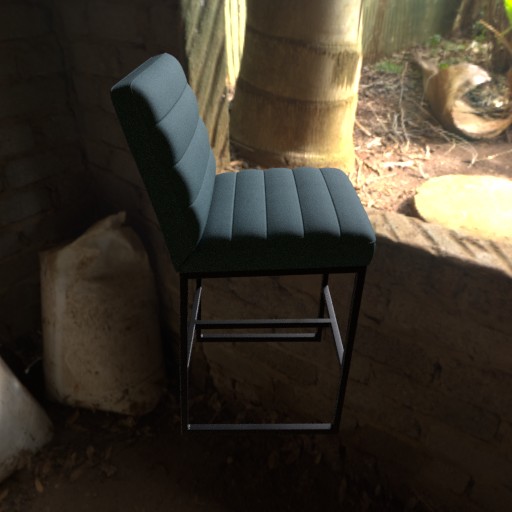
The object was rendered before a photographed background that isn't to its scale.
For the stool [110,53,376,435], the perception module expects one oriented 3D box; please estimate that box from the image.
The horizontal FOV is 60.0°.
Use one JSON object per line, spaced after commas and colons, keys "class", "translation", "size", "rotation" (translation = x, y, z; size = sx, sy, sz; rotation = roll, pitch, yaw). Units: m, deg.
{"class": "stool", "translation": [0.000, 0.000, 1.290], "size": [0.560, 1.040, 0.460], "rotation": [0, 32, 0]}
